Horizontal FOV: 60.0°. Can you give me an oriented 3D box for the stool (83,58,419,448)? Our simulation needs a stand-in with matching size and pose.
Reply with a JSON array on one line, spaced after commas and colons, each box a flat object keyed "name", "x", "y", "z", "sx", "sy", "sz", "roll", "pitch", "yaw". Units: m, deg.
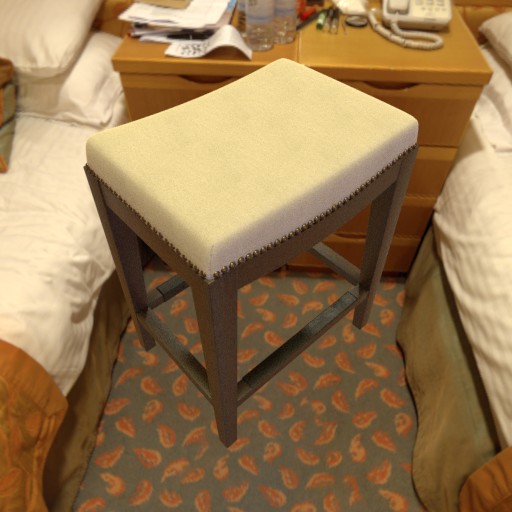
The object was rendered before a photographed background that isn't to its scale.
[{"name": "stool", "x": 0.000, "y": 0.000, "z": 0.969, "sx": 0.500, "sy": 0.642, "sz": 0.361, "roll": -34, "pitch": 56, "yaw": -27}]
